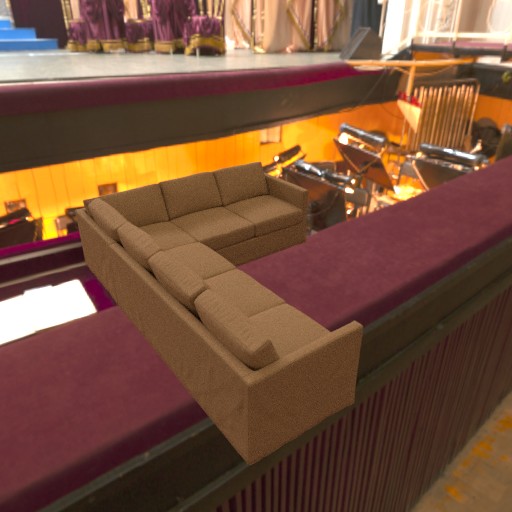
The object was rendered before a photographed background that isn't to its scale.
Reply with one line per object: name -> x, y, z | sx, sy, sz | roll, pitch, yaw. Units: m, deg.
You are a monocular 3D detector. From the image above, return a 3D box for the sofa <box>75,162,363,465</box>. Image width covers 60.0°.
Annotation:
sofa -> 0.000, 0.000, 4.277 | 2.432, 0.871, 3.182 | -19, 33, -32
